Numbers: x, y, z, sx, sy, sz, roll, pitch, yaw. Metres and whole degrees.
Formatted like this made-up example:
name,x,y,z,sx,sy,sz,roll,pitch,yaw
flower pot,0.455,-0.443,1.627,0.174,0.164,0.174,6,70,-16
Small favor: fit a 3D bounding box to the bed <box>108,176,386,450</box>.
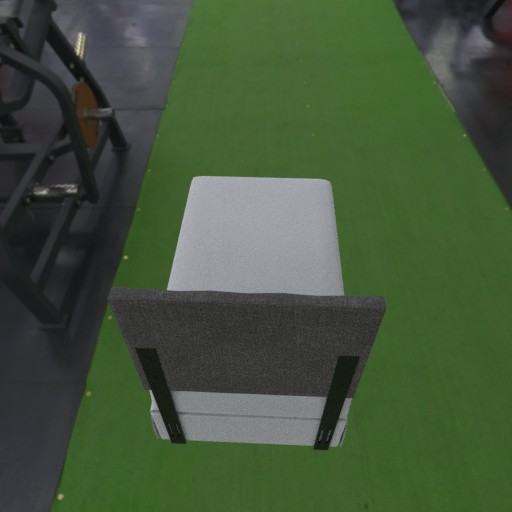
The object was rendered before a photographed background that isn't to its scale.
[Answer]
name,x,y,z,sx,sy,sz,roll,pitch,yaw
bed,0.000,0.000,3.017,1.261,1.571,1.997,2,48,2
